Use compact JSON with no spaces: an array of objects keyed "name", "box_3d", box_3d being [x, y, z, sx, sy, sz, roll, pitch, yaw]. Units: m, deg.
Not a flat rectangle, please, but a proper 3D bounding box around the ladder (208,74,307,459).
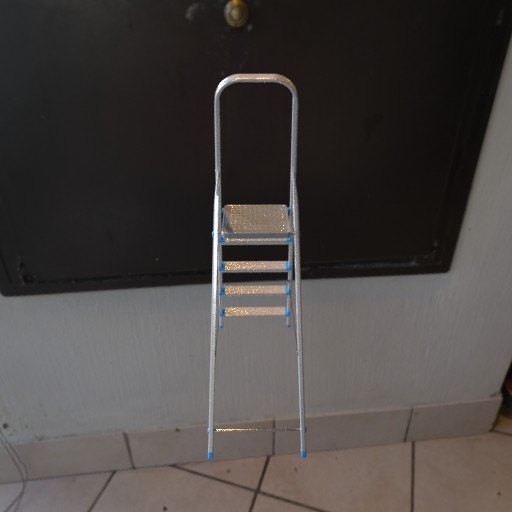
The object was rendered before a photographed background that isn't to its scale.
[{"name":"ladder","box_3d":[0.000,0.000,2.098,0.468,1.648,0.990,0,31,-1]}]
